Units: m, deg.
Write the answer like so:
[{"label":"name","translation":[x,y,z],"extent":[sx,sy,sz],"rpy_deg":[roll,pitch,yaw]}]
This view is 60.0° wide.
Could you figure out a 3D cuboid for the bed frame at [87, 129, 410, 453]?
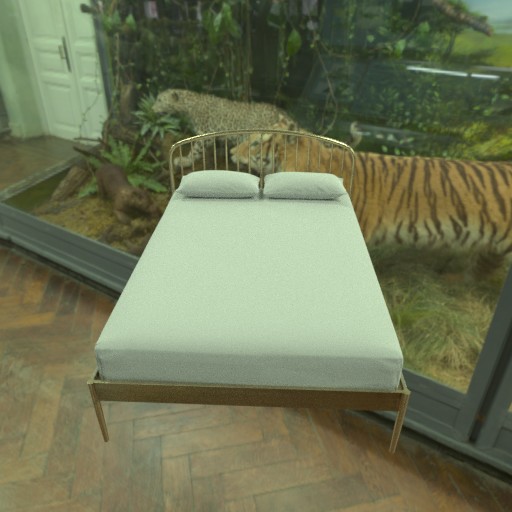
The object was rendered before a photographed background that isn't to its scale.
[{"label":"bed frame","translation":[0.000,0.000,3.051],"extent":[1.612,1.175,2.152],"rpy_deg":[1,31,2]}]
